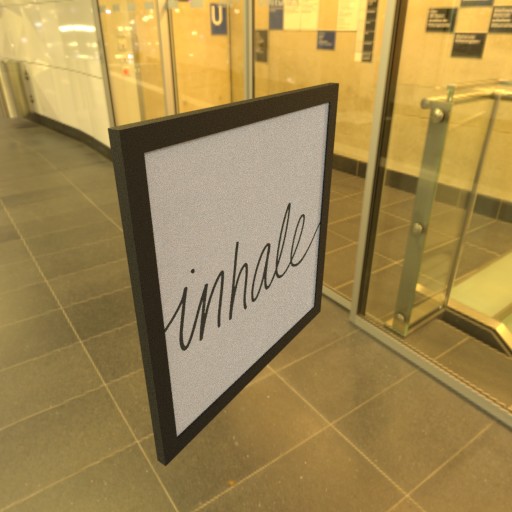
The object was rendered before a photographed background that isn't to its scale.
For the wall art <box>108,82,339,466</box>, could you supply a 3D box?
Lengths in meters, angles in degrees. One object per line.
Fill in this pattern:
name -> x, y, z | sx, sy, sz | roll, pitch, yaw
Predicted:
wall art -> 0.000, 0.000, 0.528 | 0.013, 0.356, 0.356 | 18, 32, 31
